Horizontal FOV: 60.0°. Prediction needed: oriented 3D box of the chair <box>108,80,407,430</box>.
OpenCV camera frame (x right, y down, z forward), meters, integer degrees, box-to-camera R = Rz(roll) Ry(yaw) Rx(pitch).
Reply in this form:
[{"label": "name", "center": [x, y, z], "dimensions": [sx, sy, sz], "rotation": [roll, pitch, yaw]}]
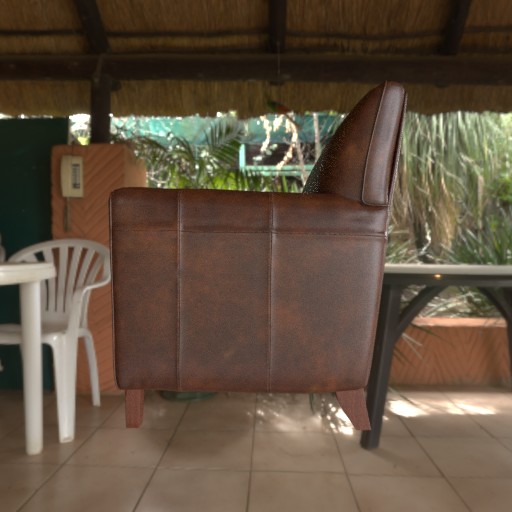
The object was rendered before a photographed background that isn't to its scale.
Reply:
[{"label": "chair", "center": [0.000, 0.000, 1.573], "dimensions": [0.823, 0.943, 0.870], "rotation": [0, 1, 1]}]
